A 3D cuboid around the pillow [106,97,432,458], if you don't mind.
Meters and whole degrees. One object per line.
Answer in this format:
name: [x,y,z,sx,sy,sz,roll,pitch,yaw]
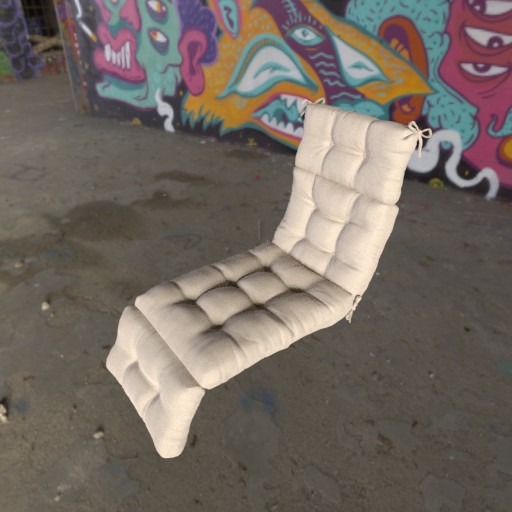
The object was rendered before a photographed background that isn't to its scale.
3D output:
pillow: [0.000,0.000,1.500,1.016,0.863,0.526,-21,37,-30]
